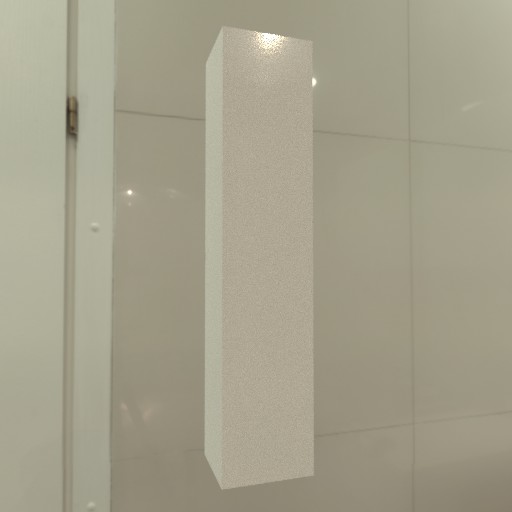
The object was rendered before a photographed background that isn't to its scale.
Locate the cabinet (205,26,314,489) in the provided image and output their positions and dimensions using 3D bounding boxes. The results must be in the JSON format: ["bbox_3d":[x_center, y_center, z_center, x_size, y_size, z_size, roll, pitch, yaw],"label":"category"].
[{"bbox_3d":[0.000,0.000,1.512,0.300,1.400,0.270,1,-2,-18],"label":"cabinet"}]
